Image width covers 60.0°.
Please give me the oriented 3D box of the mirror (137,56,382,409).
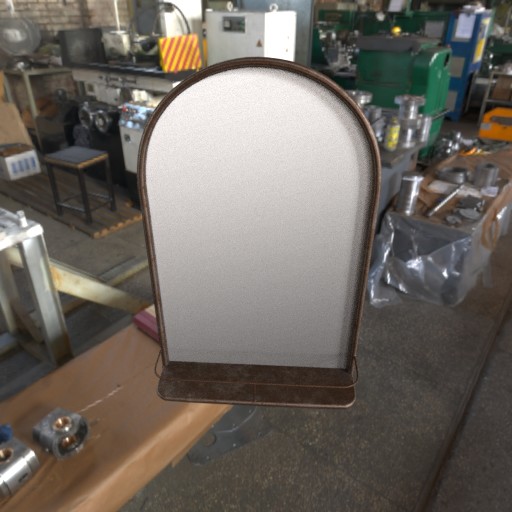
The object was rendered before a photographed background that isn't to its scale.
[{"bbox_3d":[0.000,0.000,0.950,0.510,0.770,0.137,2,30,3],"label":"mirror"}]
